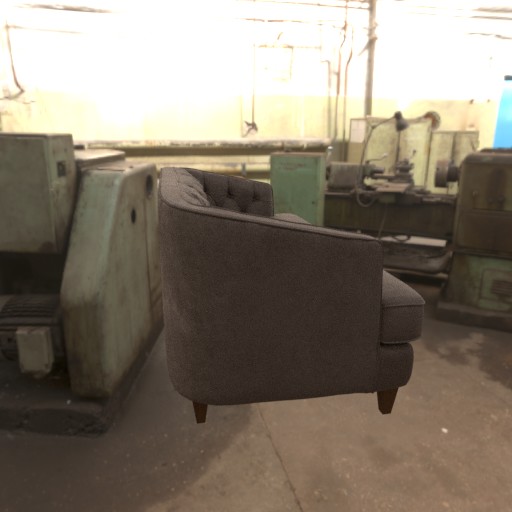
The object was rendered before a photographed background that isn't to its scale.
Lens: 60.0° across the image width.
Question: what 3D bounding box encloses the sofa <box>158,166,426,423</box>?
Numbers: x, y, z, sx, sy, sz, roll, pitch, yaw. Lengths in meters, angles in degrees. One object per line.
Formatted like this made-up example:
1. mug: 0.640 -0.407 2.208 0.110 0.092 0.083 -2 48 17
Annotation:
1. sofa: 0.000 0.000 2.285 0.941 0.855 1.733 -3 16 -11
